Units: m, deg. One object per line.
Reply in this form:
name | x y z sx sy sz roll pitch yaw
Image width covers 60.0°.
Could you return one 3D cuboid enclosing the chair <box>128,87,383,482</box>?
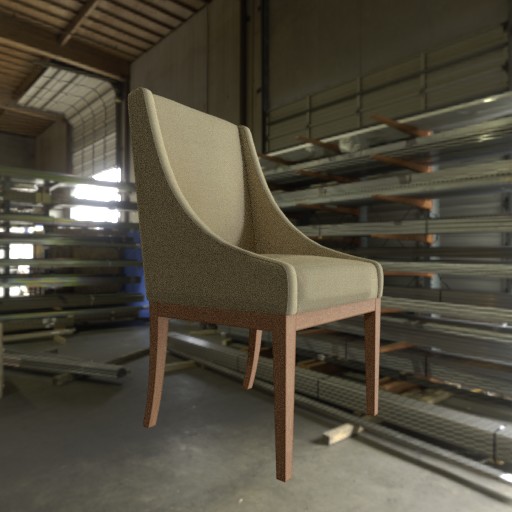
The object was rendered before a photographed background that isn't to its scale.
chair | 0.000 0.000 1.390 0.611 1.021 0.575 0 0 37
